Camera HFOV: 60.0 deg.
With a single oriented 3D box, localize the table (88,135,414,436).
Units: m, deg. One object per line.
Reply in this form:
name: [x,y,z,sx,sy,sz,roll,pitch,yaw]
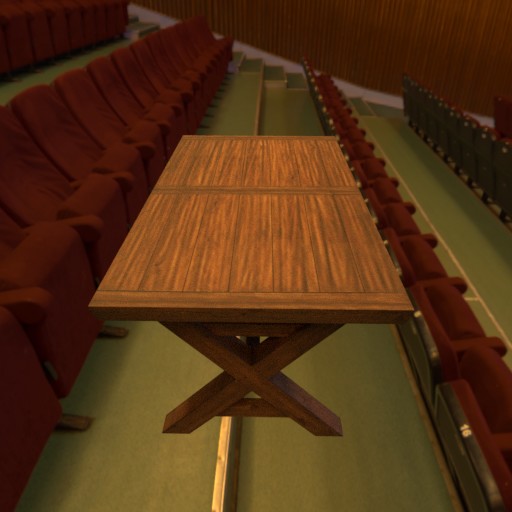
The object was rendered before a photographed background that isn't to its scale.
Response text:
table: [0.000,0.000,2.497,1.071,0.793,1.966,1,31,1]
